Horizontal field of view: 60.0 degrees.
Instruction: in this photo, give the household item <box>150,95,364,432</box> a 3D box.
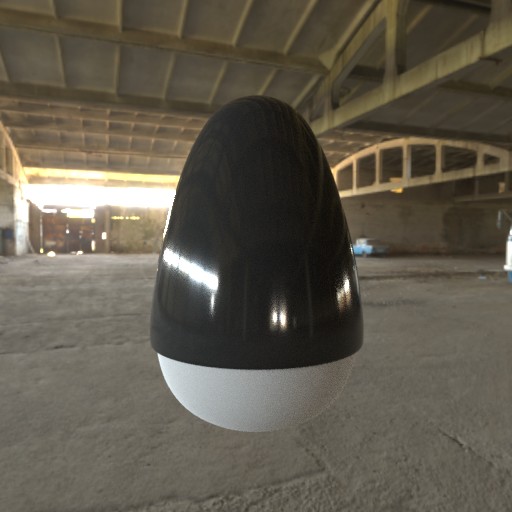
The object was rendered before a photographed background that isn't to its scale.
[{"bbox_3d":[0.000,0.000,0.217,0.102,0.152,0.104,-1,3,-20],"label":"household item"}]
